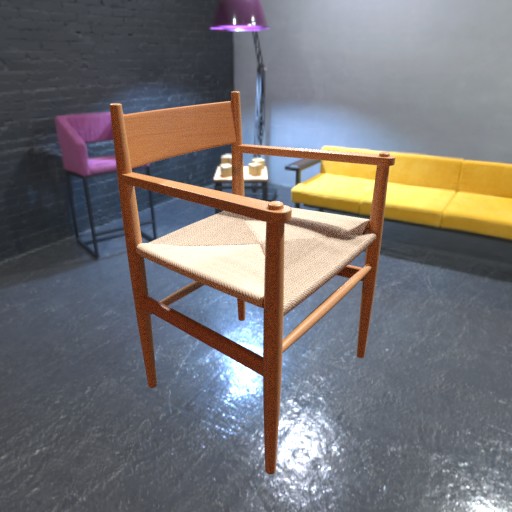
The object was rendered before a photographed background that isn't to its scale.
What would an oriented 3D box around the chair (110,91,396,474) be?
[{"bbox_3d":[0.000,0.000,1.153,0.495,0.762,0.556,16,29,32],"label":"chair"}]
